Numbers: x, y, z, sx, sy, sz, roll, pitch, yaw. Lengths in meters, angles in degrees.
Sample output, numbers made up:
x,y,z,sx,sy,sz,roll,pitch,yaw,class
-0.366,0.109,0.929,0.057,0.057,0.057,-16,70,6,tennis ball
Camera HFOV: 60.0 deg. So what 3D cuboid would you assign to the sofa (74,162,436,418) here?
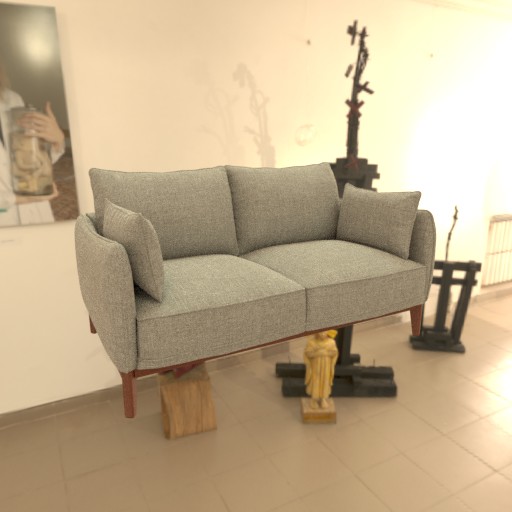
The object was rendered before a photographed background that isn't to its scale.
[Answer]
x,y,z,sx,sy,sz,roll,pitch,yaw,class
0.000,0.000,2.179,1.580,0.851,0.972,-8,17,-27,sofa
